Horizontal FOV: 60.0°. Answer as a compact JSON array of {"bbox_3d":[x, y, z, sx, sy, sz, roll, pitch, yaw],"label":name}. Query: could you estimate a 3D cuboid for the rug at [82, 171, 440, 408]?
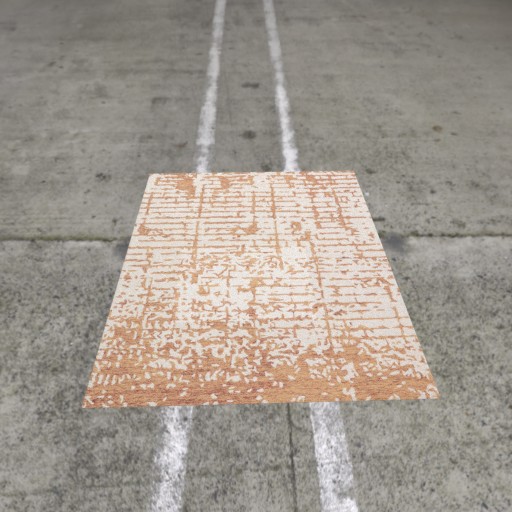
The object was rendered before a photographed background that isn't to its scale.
[{"bbox_3d":[0.000,0.000,4.158,2.441,0.011,3.050,-1,41,-1],"label":"rug"}]
